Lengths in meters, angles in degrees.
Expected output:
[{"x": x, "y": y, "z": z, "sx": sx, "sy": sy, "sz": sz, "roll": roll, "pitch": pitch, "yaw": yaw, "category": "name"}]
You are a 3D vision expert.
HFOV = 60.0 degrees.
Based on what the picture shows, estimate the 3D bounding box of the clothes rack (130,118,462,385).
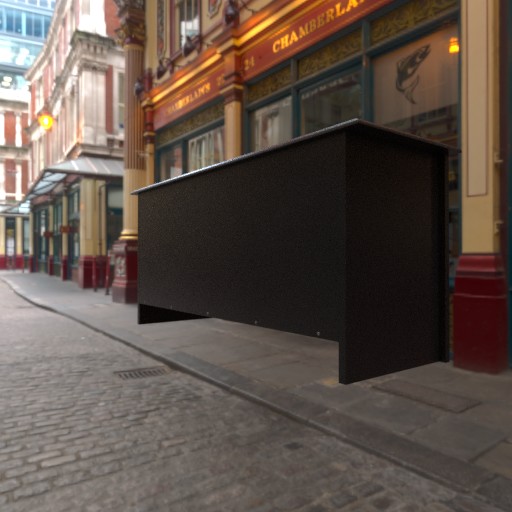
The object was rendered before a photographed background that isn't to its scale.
[{"x": 0.000, "y": 0.000, "z": 1.500, "sx": 0.406, "sy": 0.556, "sz": 1.219, "roll": 0, "pitch": -1, "yaw": -37, "category": "clothes rack"}]
